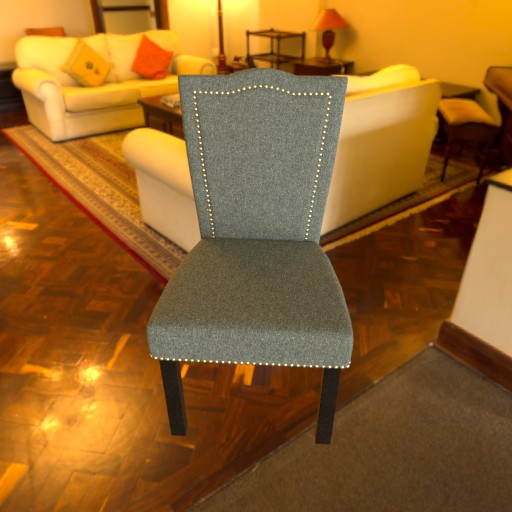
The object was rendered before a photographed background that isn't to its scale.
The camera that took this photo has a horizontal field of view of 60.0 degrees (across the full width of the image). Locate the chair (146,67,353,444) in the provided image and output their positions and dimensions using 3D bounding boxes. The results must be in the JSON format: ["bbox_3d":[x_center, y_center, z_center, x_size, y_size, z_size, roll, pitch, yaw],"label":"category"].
[{"bbox_3d":[0.000,0.000,1.293,0.518,0.946,0.589,2,31,3],"label":"chair"}]
